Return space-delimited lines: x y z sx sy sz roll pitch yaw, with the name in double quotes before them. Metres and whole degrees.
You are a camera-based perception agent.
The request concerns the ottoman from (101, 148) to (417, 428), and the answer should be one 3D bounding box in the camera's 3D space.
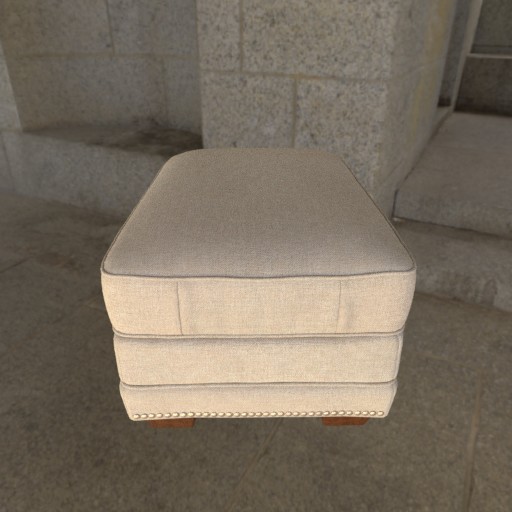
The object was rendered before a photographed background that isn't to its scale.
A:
"ottoman" 0.000 0.000 1.155 0.559 0.458 0.813 0 28 -1
